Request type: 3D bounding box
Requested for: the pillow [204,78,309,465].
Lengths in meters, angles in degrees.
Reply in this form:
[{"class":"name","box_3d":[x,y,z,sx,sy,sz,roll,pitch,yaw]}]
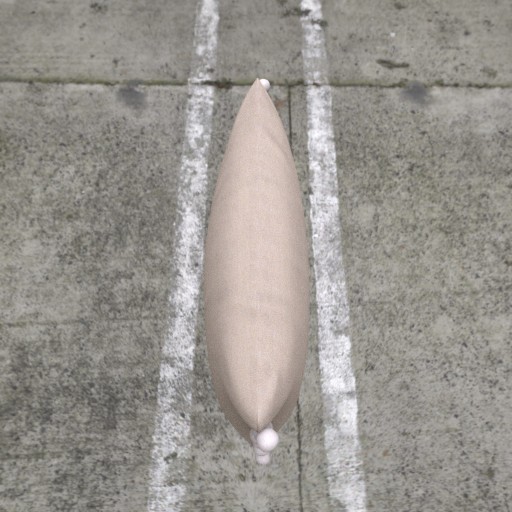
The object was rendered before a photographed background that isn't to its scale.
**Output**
[{"class":"pillow","box_3d":[0.000,0.000,0.838,0.201,0.322,0.709,0,60,0]}]
